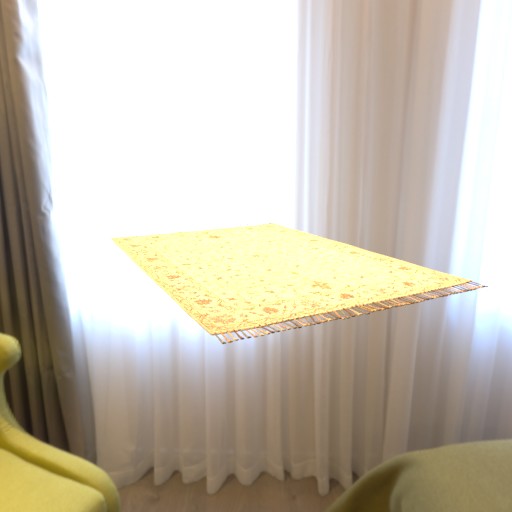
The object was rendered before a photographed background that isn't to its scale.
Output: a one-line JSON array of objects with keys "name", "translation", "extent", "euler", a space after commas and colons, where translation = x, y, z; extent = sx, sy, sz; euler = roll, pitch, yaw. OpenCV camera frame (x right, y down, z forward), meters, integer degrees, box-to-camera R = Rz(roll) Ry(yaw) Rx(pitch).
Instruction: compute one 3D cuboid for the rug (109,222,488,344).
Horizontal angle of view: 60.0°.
[{"name": "rug", "translation": [0.000, 0.000, 2.363], "extent": [1.218, 0.017, 1.861], "euler": [-7, 15, -27]}]
